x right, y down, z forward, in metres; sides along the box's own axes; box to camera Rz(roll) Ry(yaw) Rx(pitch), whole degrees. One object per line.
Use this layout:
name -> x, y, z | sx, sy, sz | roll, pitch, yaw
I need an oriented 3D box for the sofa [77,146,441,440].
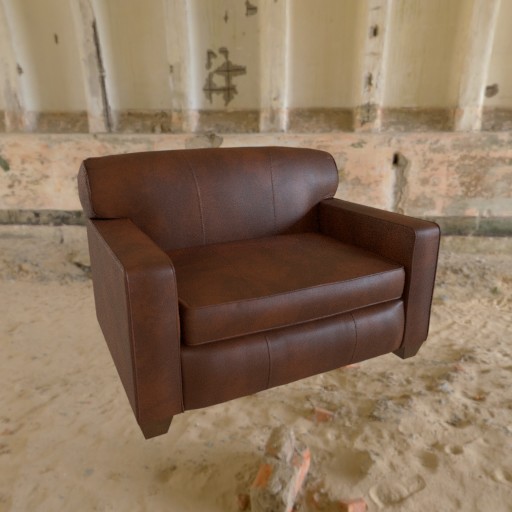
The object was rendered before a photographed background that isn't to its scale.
sofa -> 0.000, 0.000, 2.082 | 1.413, 0.956, 1.000 | -8, 19, -26
